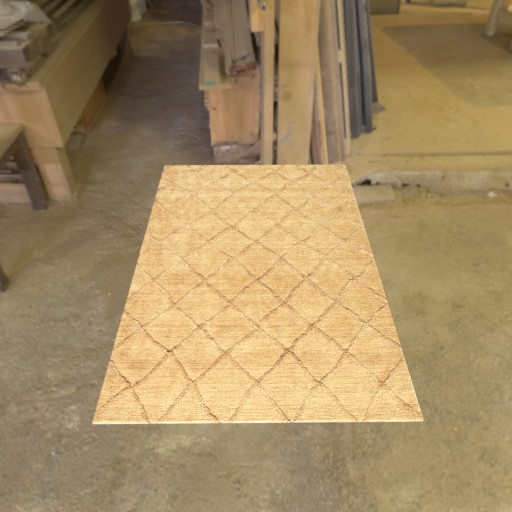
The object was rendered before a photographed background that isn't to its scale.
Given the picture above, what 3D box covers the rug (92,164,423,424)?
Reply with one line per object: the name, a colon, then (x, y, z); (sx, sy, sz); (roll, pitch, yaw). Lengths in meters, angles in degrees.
rug: (0.000, 0.000, 2.894); (1.528, 0.014, 2.292); (0, 42, 0)
